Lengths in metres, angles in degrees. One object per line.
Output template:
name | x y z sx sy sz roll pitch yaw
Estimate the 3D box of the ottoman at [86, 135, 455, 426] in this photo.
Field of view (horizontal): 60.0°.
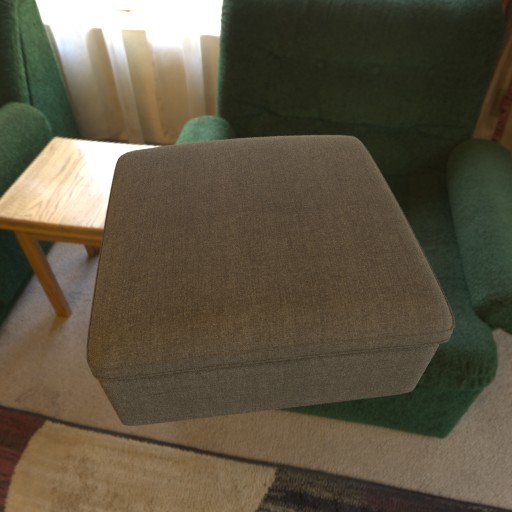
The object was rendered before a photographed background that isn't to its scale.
ottoman | 0.000 0.000 1.702 1.067 0.559 1.067 -5 47 -5
